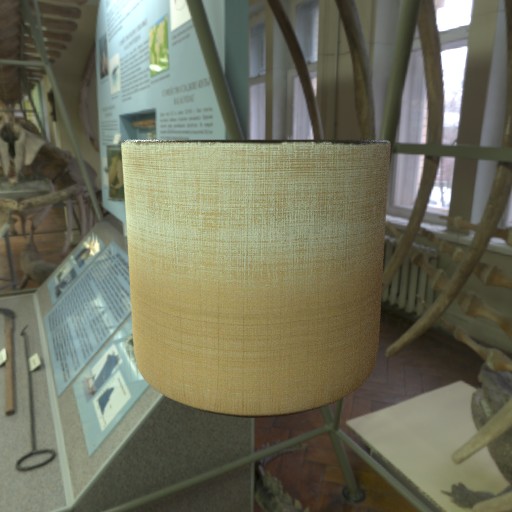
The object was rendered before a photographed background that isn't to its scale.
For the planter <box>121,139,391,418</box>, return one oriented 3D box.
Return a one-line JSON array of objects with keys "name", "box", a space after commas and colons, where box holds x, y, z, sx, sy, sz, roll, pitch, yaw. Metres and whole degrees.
[{"name": "planter", "box": [0.000, 0.000, 0.396, 0.221, 0.201, 0.221, 0, 15, 0]}]
